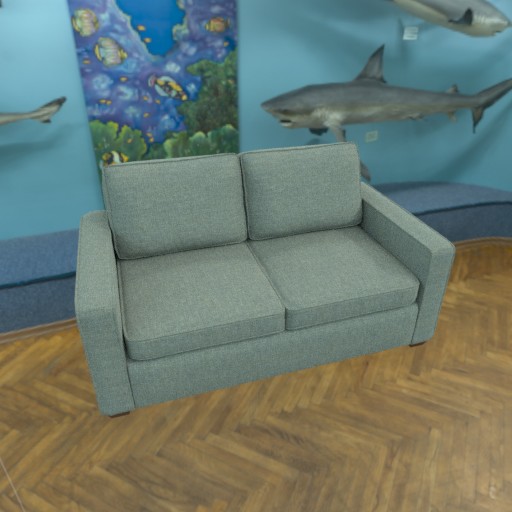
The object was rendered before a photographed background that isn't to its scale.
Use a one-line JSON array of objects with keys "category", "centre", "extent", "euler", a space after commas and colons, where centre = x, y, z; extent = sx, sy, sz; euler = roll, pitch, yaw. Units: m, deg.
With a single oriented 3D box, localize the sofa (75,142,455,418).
[{"category": "sofa", "centre": [0.000, 0.000, 2.286], "extent": [1.706, 0.915, 0.945], "euler": [-9, 32, -15]}]
